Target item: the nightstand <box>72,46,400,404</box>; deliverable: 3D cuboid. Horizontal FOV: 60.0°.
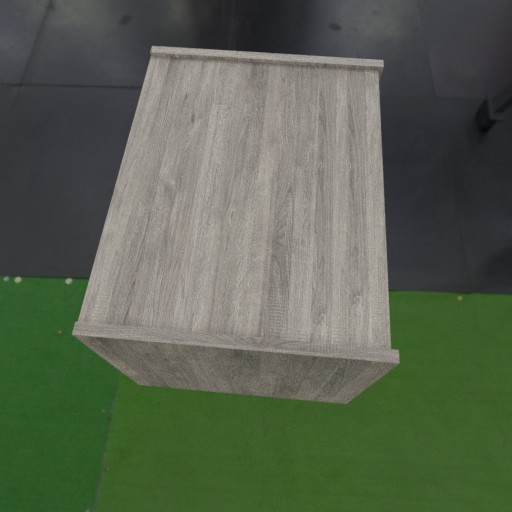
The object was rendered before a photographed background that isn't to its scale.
[{"bbox_3d":[0.000,0.000,0.829,0.380,0.500,0.480,5,64,2],"label":"nightstand"}]
